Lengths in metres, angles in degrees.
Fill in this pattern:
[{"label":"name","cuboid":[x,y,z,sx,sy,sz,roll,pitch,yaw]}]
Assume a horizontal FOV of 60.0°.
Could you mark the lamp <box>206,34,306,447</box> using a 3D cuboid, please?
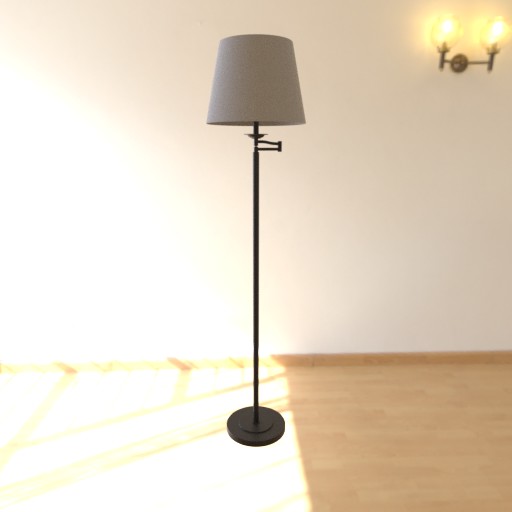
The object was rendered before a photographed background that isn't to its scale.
[{"label":"lamp","cuboid":[0.000,0.000,1.665,0.348,1.473,0.348,-7,16,-27]}]
